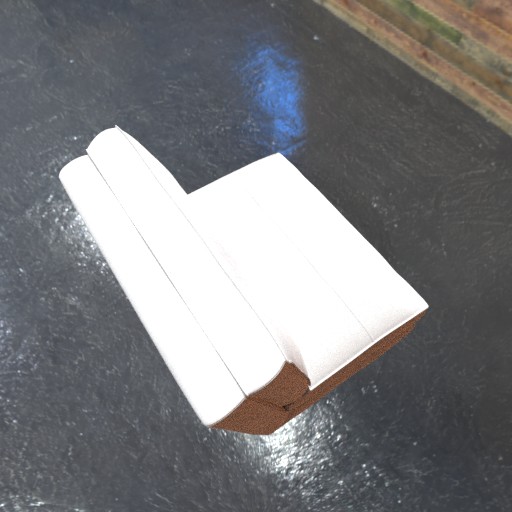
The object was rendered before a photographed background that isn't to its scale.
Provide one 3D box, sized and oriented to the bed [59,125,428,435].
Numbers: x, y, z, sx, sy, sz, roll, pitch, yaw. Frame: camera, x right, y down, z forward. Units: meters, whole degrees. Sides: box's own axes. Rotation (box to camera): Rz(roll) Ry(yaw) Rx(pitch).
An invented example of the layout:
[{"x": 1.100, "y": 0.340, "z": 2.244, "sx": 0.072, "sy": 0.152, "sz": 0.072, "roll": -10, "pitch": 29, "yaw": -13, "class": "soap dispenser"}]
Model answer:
[{"x": 0.000, "y": 0.000, "z": 1.301, "sx": 0.749, "sy": 0.614, "sz": 0.799, "roll": -30, "pitch": 63, "yaw": -17, "class": "bed"}]
